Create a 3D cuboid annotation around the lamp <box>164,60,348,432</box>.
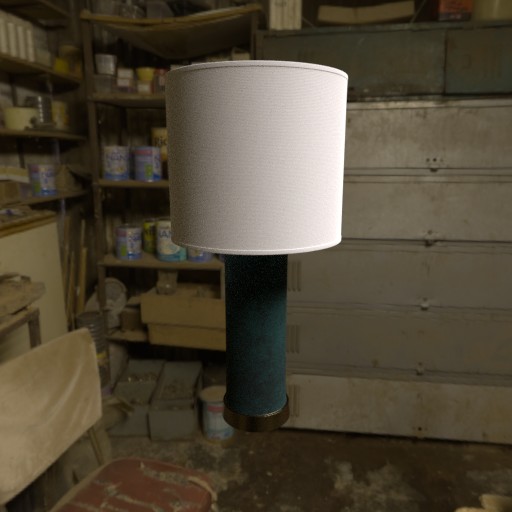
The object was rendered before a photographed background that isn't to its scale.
[{"bbox_3d":[0.000,0.000,0.805,0.301,0.630,0.301,2,13,9],"label":"lamp"}]
